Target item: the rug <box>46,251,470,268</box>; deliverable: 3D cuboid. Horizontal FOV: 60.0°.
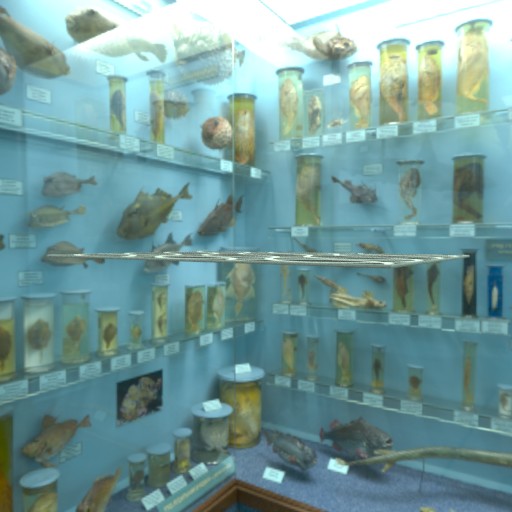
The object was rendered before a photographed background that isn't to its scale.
[{"bbox_3d":[0.000,0.000,2.859,2.290,0.014,1.526,1,2,35],"label":"rug"}]
